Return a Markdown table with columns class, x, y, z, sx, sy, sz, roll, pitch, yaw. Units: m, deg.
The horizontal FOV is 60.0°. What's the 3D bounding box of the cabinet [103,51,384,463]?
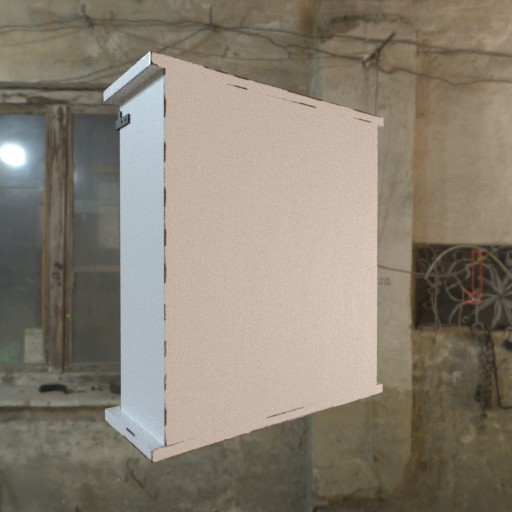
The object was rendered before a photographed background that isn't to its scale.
| class | x | y | z | sx | sy | sz | roll | pitch | yaw |
| --- | --- | --- | --- | --- | --- | --- | --- | --- | --- |
| cabinet | 0.000 | 0.000 | 0.893 | 0.541 | 0.603 | 0.210 | -1 | 1 | -37 |
